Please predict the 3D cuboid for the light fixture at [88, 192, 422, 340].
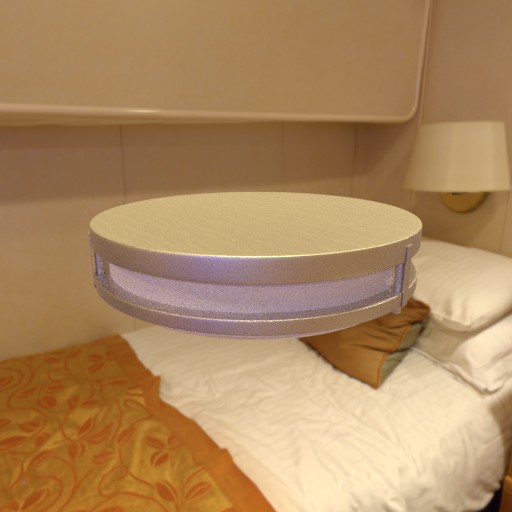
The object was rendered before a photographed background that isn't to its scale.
[{"bbox_3d":[0.000,0.000,0.515,0.356,0.102,0.356,0,16,0],"label":"light fixture"}]
